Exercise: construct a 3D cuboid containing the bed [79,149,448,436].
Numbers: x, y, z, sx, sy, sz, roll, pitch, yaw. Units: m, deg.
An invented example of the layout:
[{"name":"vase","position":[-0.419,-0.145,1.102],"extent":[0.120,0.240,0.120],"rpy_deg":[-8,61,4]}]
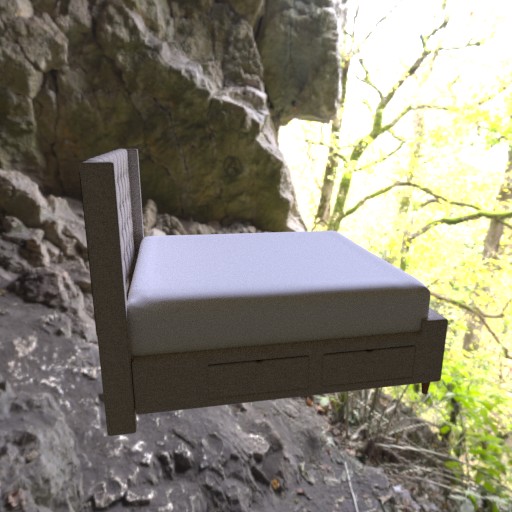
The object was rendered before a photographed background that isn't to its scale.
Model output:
[{"name":"bed","position":[0.000,0.000,3.795],"extent":[2.372,1.748,2.044],"rpy_deg":[-3,16,-10]}]
